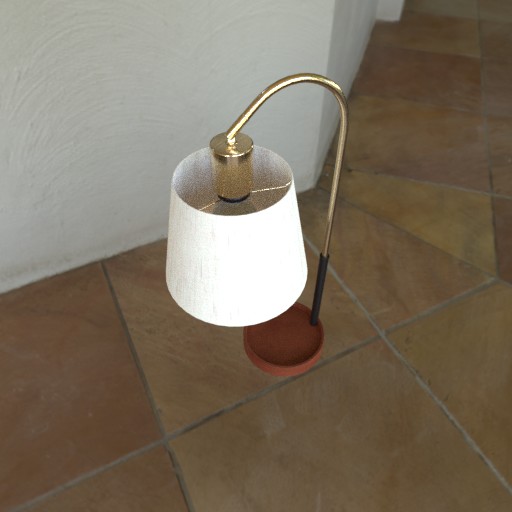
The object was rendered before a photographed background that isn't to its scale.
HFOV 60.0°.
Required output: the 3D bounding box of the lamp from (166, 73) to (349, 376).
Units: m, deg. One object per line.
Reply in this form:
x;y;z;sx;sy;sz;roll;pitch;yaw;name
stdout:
0.000;0.000;0.663;0.273;0.536;0.211;-18;49;-16;lamp
